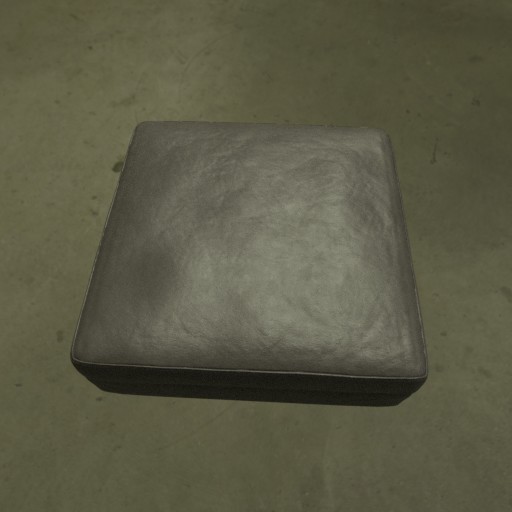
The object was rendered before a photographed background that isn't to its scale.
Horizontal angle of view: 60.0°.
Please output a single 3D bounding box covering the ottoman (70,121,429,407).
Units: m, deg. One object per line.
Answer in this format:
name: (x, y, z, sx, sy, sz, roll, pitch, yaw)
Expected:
ottoman: (0.000, 0.000, 1.332, 0.844, 0.415, 0.836, 2, 57, 2)
